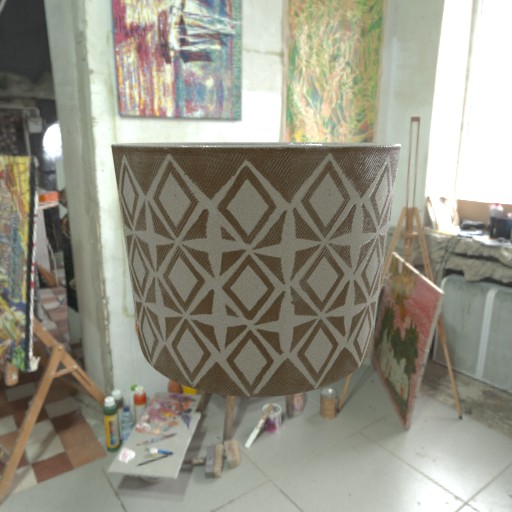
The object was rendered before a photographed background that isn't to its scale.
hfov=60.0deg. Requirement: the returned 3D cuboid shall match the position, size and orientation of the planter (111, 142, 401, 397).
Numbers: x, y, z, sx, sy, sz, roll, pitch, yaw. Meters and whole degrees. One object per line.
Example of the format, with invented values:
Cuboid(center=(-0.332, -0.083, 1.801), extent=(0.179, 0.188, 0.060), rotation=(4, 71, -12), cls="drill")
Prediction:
Cuboid(center=(0.000, 0.000, 0.445), extent=(0.260, 0.220, 0.260), rotation=(0, 15, 0), cls="planter")
